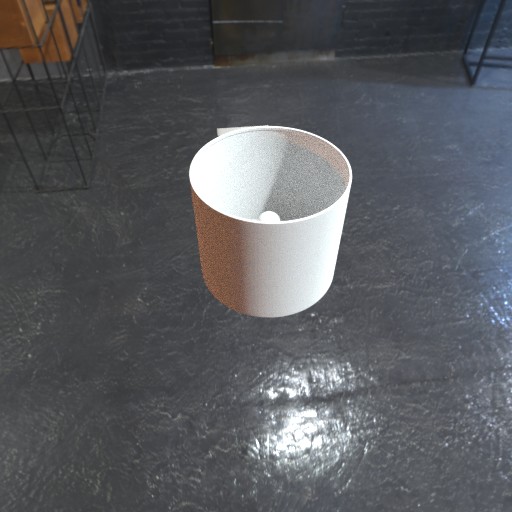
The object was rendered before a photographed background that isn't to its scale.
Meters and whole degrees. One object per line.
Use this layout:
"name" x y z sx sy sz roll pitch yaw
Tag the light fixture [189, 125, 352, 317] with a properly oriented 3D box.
"light fixture" 0.000 0.000 0.901 0.203 0.651 0.516 -5 47 -5
